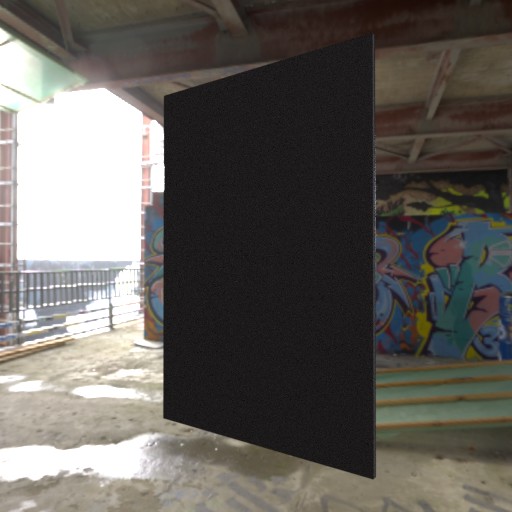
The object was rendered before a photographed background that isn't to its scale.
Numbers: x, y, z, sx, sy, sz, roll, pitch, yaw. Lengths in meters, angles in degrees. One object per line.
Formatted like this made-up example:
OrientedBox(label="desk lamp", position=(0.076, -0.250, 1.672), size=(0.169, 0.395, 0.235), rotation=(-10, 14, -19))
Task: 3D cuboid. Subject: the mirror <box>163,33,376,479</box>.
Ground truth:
OrientedBox(label="mirror", position=(0.000, 0.000, 1.097), size=(0.613, 0.914, 0.039), rotation=(0, -1, 35))
